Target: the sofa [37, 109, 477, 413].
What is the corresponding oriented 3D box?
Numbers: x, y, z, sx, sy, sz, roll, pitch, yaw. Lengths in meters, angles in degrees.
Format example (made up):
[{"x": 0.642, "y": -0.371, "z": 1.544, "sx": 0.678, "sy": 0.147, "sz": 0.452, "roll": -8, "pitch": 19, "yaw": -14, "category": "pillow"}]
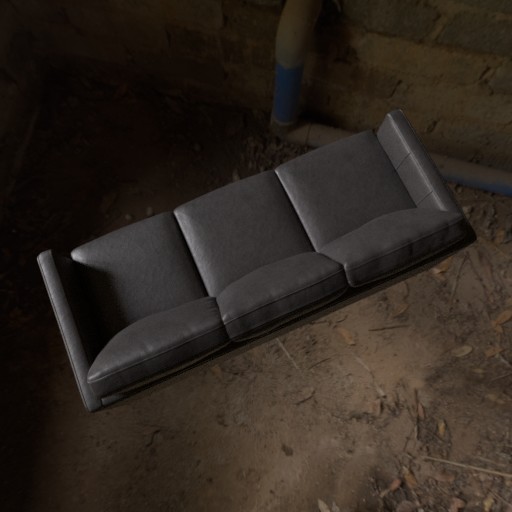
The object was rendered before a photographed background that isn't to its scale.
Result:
[{"x": 0.000, "y": 0.000, "z": 2.928, "sx": 2.464, "sy": 1.006, "sz": 1.045, "roll": -23, "pitch": 76, "yaw": -6, "category": "sofa"}]
